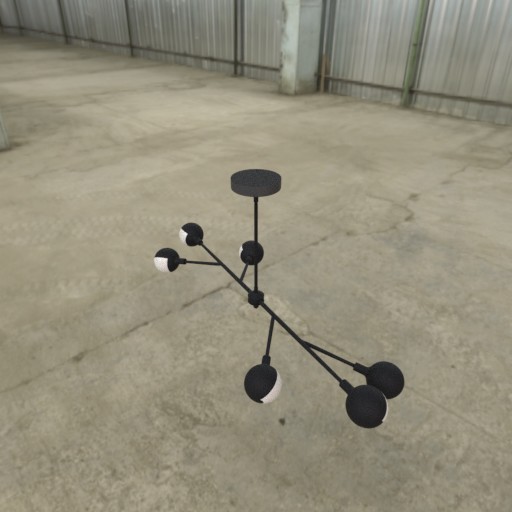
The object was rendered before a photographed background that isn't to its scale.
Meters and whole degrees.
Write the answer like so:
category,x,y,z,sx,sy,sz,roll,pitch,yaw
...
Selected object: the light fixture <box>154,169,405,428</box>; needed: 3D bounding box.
category,x,y,z,sx,sy,sz,roll,pitch,yaw
light fixture,0.000,0.000,0.972,0.434,0.362,0.778,-8,31,-13
